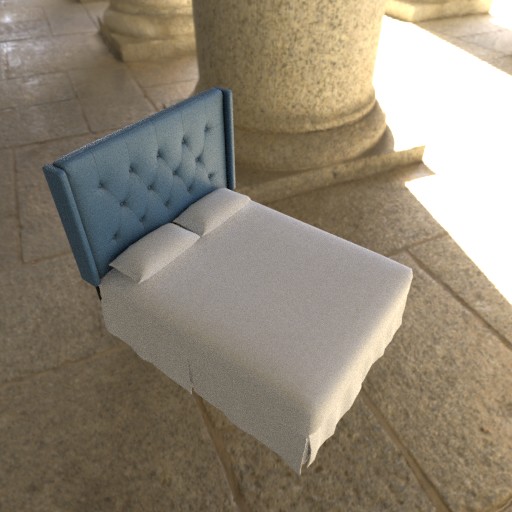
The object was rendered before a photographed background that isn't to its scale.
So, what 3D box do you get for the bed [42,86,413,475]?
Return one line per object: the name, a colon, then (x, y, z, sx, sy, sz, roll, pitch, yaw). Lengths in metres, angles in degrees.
bed: (0.000, 0.000, 3.364, 2.078, 1.665, 1.719, 26, 48, 26)
